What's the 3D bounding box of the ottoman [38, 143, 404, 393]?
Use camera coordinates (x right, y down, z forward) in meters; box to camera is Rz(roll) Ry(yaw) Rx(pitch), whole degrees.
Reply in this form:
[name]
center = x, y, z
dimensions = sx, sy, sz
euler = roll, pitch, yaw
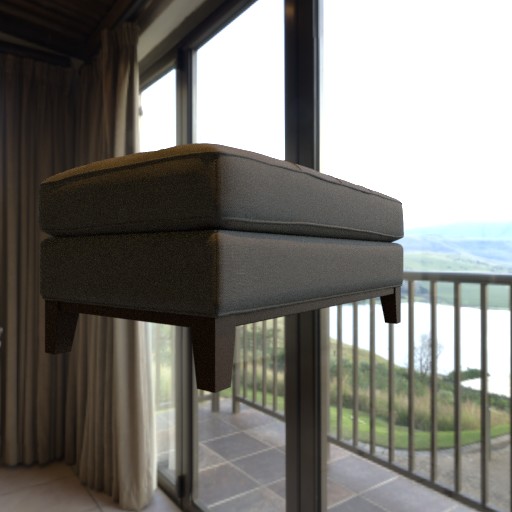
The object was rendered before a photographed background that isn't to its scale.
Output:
[ottoman]
center = 0.000, 0.000, 1.448
dimensions = 0.648, 0.514, 1.143
euler = 0, 0, 36
